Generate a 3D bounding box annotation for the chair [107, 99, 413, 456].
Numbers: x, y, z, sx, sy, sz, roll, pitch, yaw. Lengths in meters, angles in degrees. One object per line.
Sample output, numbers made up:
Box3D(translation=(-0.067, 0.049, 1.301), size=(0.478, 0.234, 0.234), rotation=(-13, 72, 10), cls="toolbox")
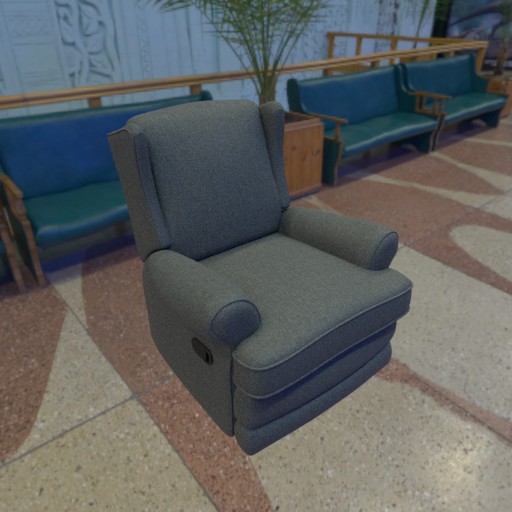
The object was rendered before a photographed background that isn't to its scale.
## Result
Box3D(translation=(0.000, 0.000, 1.692), size=(0.847, 1.011, 0.969), rotation=(-21, 36, -32), cls="chair")
